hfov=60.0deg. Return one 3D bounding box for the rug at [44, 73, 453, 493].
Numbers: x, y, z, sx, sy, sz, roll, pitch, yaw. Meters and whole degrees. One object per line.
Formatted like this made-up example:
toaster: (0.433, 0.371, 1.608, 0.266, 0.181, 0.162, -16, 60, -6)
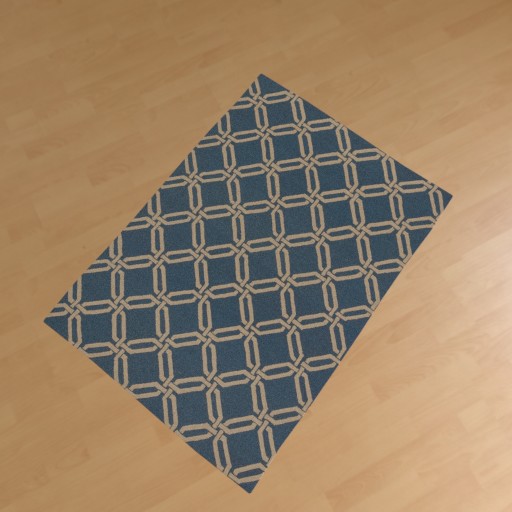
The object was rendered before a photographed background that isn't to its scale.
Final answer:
rug: (0.000, 0.000, 2.677, 1.524, 0.013, 2.135, 36, 77, 9)
